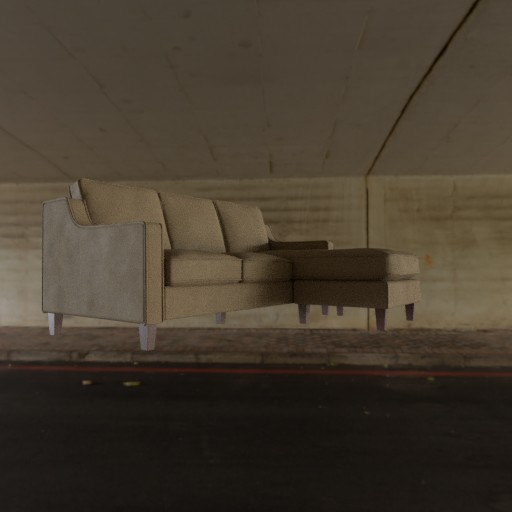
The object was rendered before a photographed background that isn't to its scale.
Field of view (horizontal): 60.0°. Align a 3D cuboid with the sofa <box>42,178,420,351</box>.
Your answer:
[{"bbox_3d":[0.000,0.000,3.344,1.858,1.066,2.317,-1,-2,36],"label":"sofa"}]
